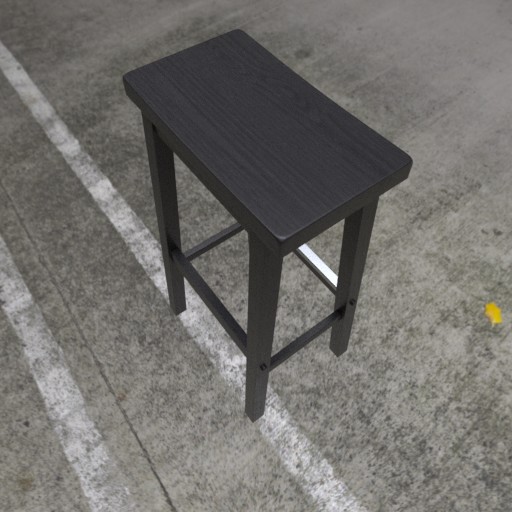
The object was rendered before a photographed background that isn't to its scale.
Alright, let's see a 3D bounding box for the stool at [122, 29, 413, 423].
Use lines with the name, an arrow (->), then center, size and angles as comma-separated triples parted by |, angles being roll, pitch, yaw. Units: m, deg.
stool -> 0.000, 0.000, 0.951 | 0.322, 0.742, 0.406 | -32, 62, -19
